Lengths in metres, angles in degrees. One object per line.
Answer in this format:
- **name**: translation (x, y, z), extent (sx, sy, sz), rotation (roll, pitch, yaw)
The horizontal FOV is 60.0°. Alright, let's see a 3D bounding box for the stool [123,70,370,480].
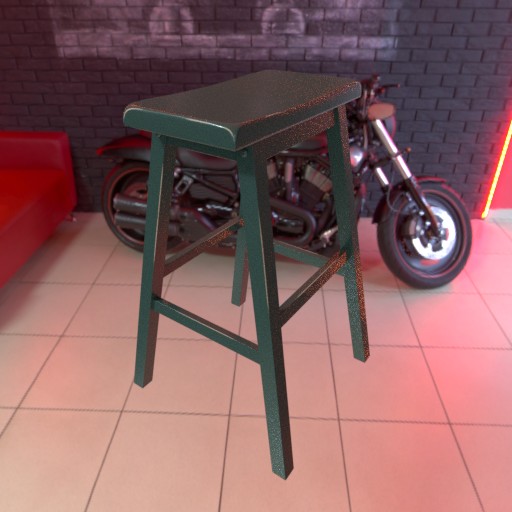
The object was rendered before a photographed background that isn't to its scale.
- **stool**: translation (0.000, 0.000, 1.033), extent (0.476, 0.737, 0.457), rotation (20, 37, 29)
